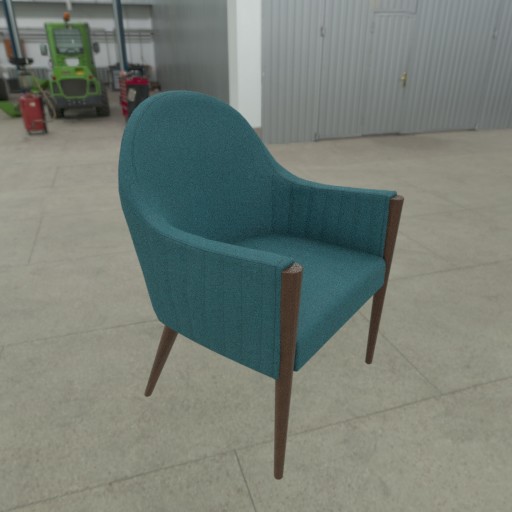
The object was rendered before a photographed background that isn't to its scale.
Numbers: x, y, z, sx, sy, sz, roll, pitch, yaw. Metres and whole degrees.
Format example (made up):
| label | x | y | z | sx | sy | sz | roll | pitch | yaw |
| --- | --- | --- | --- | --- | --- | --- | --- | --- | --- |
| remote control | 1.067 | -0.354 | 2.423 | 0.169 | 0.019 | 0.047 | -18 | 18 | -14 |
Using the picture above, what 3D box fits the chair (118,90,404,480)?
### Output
| label | x | y | z | sx | sy | sz | roll | pitch | yaw |
| --- | --- | --- | --- | --- | --- | --- | --- | --- | --- |
| chair | 0.000 | 0.000 | 1.338 | 0.652 | 0.907 | 0.656 | 18 | 30 | 33 |
